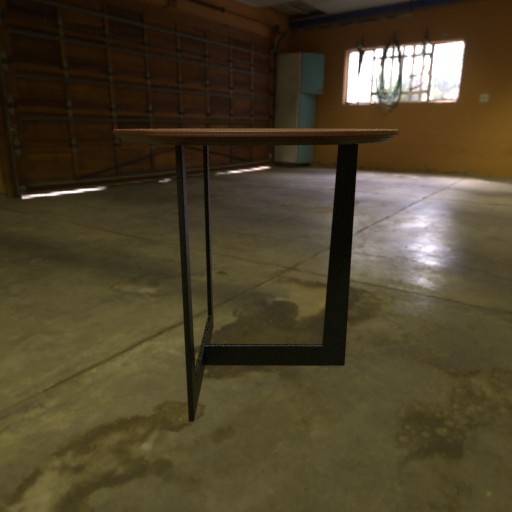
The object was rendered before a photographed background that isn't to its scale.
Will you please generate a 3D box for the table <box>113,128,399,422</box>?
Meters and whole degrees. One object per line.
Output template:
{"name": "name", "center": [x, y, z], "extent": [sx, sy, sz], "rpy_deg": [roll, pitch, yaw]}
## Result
{"name": "table", "center": [0.000, 0.000, 0.866], "extent": [0.494, 0.476, 0.477], "rpy_deg": [-3, 17, -10]}
